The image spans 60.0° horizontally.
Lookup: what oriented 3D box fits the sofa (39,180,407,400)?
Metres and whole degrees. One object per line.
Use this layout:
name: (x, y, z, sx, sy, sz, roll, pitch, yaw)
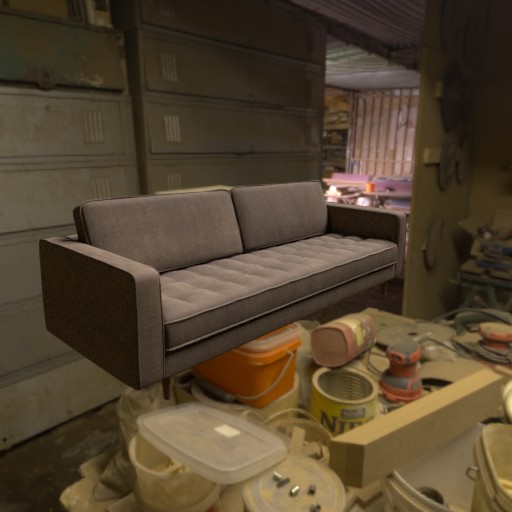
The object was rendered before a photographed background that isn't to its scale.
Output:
sofa: (0.000, 0.000, 2.745, 0.923, 0.813, 2.295, 13, 19, 42)
